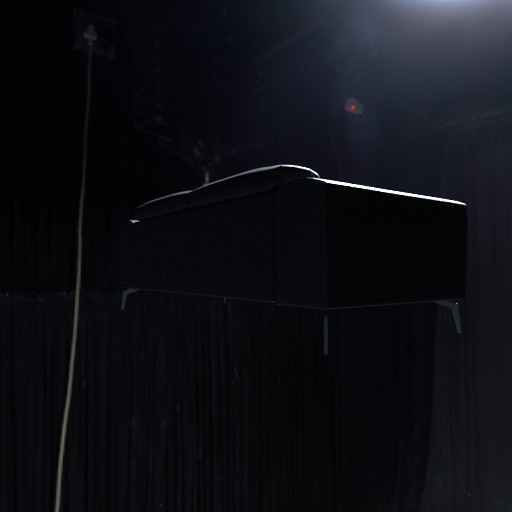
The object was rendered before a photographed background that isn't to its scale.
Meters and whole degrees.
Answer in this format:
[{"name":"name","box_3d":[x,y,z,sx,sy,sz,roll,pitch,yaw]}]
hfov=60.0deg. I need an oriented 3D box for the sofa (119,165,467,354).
[{"name":"sofa","box_3d":[0.000,0.000,2.899,1.048,0.814,2.330,1,-2,-36]}]
